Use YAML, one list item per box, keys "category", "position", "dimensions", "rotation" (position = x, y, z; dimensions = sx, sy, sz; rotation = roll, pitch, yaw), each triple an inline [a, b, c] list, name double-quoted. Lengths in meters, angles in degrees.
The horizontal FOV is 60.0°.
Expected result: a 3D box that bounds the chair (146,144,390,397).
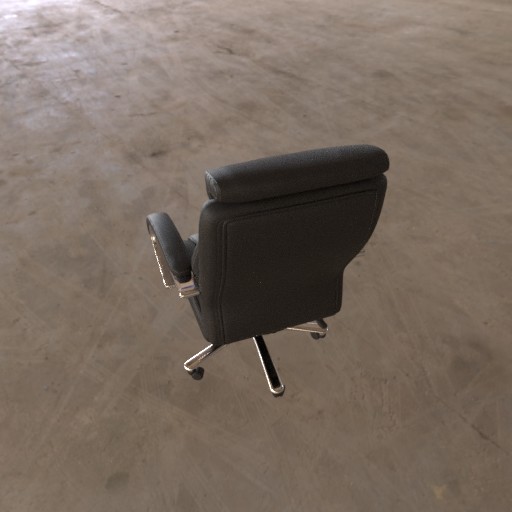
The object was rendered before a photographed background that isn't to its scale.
- category: "chair"
  position: [0.000, 0.000, 1.735]
  dimensions: [0.755, 1.183, 0.790]
  rotation: [-13, 42, -14]
